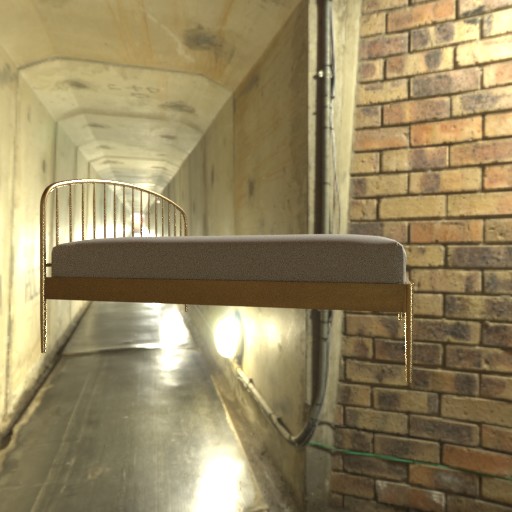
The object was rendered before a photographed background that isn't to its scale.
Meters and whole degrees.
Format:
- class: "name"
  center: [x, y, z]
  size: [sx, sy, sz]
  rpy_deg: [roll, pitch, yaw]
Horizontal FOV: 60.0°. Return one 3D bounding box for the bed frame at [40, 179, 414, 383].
- class: "bed frame"
  center: [0.000, 0.000, 3.347]
  size: [2.152, 1.174, 2.016]
  rpy_deg: [0, 0, 17]
